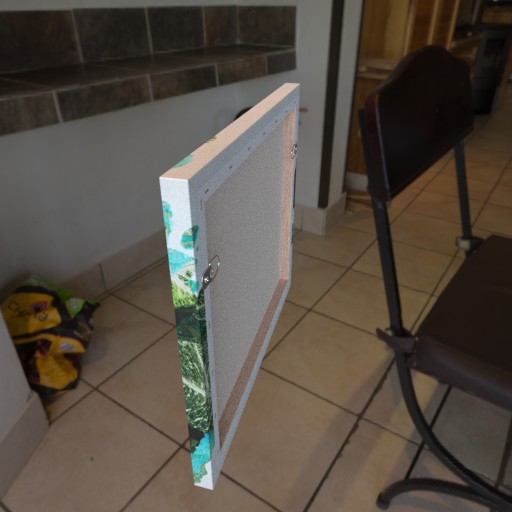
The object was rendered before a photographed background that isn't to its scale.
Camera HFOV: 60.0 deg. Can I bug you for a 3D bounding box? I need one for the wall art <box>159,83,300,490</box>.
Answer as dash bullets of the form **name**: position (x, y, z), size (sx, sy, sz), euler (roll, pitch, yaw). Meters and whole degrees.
- **wall art**: position (0.000, 0.000, 0.975), size (0.043, 0.610, 0.711), euler (8, 31, 13)
